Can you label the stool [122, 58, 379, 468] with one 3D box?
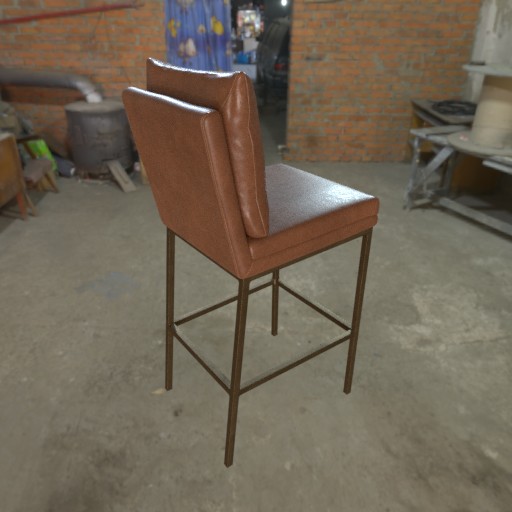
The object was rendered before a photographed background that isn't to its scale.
[{"bbox_3d":[0.000,0.000,1.384,0.571,1.124,0.463,-20,34,-32],"label":"stool"}]
